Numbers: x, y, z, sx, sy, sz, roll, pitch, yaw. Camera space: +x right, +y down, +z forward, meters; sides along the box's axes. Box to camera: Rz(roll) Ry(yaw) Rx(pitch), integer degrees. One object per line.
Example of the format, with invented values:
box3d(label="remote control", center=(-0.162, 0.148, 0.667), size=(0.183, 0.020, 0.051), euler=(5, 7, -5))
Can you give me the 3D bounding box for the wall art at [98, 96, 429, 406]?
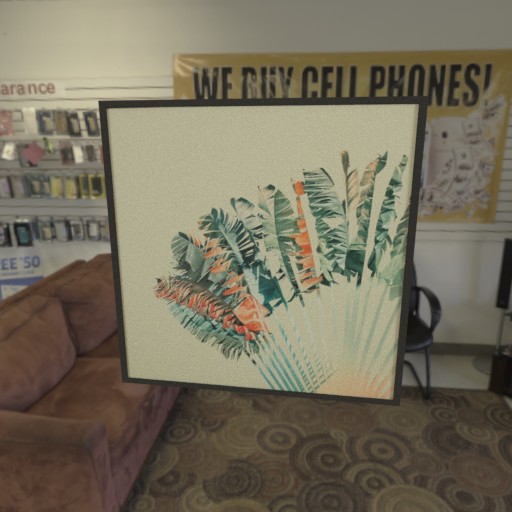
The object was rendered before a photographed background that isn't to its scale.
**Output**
box3d(label="wall art", center=(0.000, 0.000, 0.758), size=(0.509, 0.507, 0.037), euler=(2, 15, 9))
